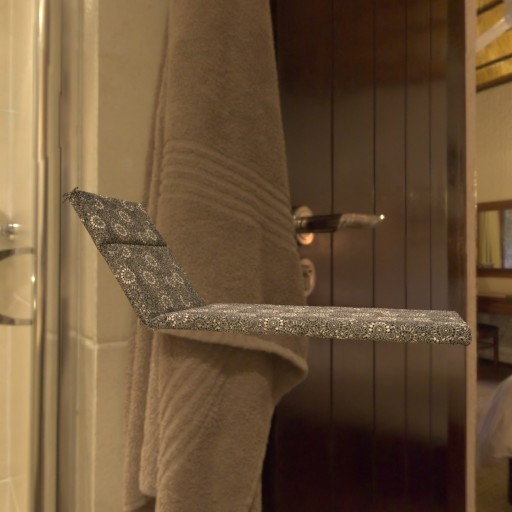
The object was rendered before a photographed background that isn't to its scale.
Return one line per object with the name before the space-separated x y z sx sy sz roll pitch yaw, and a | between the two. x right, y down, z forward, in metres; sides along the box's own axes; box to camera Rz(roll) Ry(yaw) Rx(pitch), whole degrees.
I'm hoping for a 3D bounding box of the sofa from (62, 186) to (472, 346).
sofa | 0.000 0.000 1.948 1.663 0.622 0.582 0 -1 19
